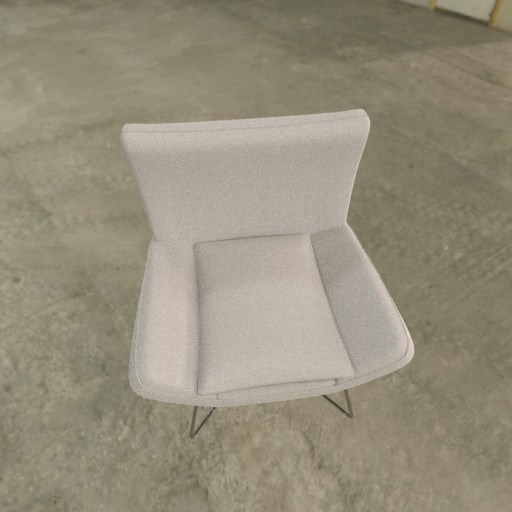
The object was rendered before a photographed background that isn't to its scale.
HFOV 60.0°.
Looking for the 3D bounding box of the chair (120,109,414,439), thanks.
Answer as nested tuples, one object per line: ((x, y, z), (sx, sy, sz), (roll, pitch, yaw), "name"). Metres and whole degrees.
((0.000, 0.000, 1.629), (0.859, 0.855, 1.008), (-5, 46, -5), "chair")
